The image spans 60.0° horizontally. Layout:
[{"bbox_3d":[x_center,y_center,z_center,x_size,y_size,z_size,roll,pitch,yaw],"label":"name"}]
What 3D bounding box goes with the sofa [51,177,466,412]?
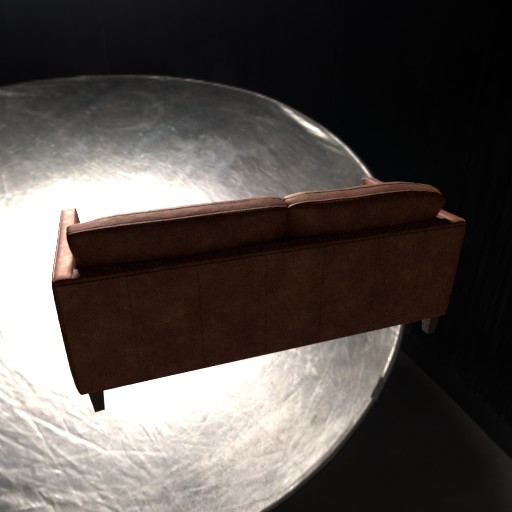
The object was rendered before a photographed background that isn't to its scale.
[{"bbox_3d":[0.000,0.000,2.436,1.971,0.863,0.923,-9,27,-17],"label":"sofa"}]
